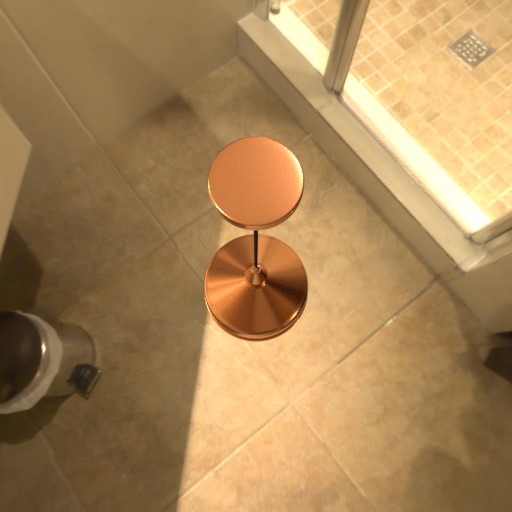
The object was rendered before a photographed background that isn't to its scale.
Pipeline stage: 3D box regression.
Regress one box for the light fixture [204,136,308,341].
[{"bbox_3d":[0.000,0.000,0.925,0.301,0.754,0.301,15,76,4],"label":"light fixture"}]
